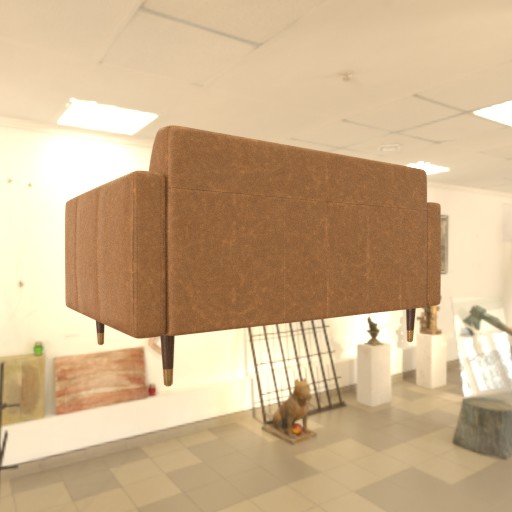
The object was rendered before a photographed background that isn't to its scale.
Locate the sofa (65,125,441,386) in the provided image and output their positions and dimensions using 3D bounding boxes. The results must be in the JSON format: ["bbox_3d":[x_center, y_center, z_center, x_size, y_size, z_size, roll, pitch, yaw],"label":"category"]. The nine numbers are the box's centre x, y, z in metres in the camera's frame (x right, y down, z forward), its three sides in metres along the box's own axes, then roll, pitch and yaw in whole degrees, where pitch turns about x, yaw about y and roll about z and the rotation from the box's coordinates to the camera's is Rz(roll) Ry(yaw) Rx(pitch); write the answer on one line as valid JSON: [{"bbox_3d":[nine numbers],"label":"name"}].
[{"bbox_3d":[0.000,0.000,2.092,1.549,0.820,0.960,0,0,-35],"label":"sofa"}]
